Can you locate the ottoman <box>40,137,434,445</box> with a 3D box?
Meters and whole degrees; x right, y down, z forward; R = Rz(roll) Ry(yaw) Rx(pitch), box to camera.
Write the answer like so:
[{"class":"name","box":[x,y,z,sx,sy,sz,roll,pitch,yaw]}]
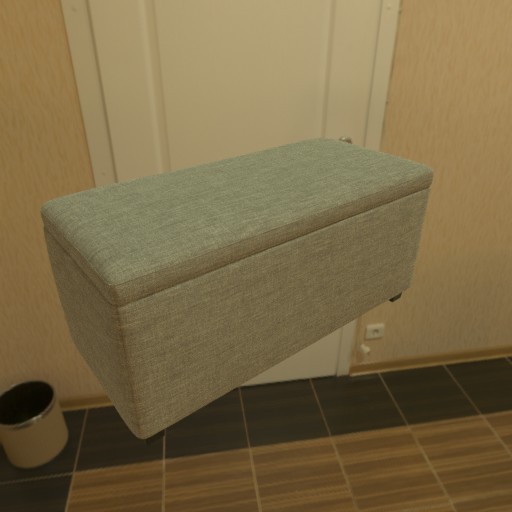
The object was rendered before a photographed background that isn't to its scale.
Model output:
[{"class":"ottoman","box":[0.000,0.000,1.140,0.902,0.432,0.419,-21,36,-33]}]
